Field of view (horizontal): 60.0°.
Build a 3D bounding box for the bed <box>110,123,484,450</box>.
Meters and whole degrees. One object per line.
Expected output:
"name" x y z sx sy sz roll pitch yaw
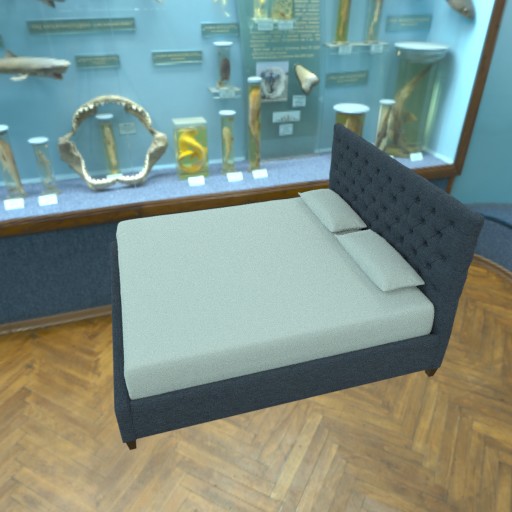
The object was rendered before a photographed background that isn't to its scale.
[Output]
"bed" 0.000 0.000 3.633 2.387 1.427 2.078 -9 34 -13
